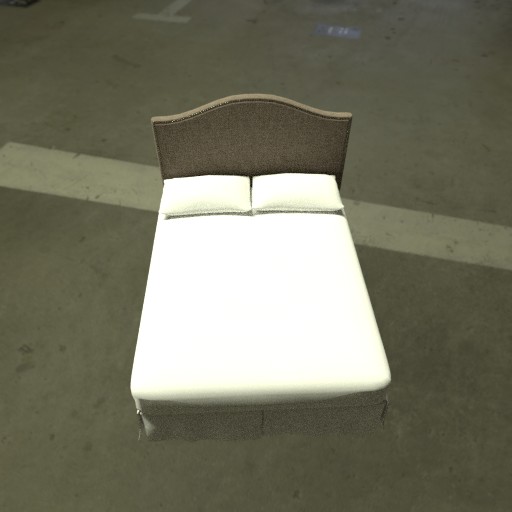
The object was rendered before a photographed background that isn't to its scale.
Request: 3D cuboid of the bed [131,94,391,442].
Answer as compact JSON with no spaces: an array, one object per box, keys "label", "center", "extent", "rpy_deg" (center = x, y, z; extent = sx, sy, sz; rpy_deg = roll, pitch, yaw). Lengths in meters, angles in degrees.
[{"label":"bed","center":[0.000,0.000,3.291],"extent":[1.713,1.518,2.153],"rpy_deg":[-2,45,-2]}]
